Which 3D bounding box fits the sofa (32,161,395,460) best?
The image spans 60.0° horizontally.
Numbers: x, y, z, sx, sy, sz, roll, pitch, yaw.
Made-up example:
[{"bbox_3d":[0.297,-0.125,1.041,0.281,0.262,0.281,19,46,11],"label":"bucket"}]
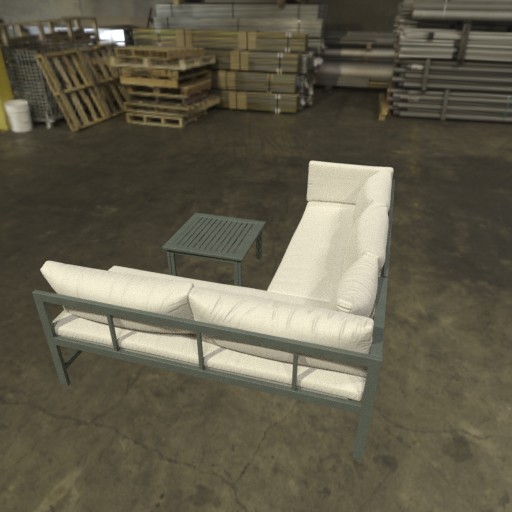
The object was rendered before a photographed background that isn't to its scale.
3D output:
[{"bbox_3d":[0.000,0.000,2.945,1.658,0.758,2.096,9,32,14],"label":"sofa"}]
